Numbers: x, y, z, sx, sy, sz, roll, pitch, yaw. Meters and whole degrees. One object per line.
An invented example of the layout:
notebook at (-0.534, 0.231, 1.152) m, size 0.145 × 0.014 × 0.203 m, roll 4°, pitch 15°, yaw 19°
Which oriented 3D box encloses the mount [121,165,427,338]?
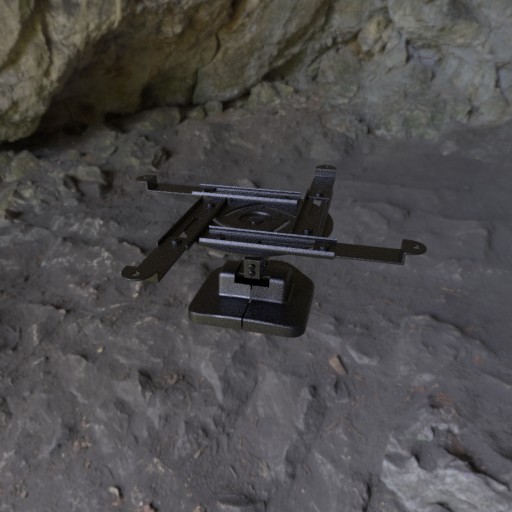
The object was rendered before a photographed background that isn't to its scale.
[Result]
mount at (0.000, 0.000, 0.588) m, size 0.394 × 0.141 × 0.394 m, roll 7°, pitch 29°, yaw 12°
